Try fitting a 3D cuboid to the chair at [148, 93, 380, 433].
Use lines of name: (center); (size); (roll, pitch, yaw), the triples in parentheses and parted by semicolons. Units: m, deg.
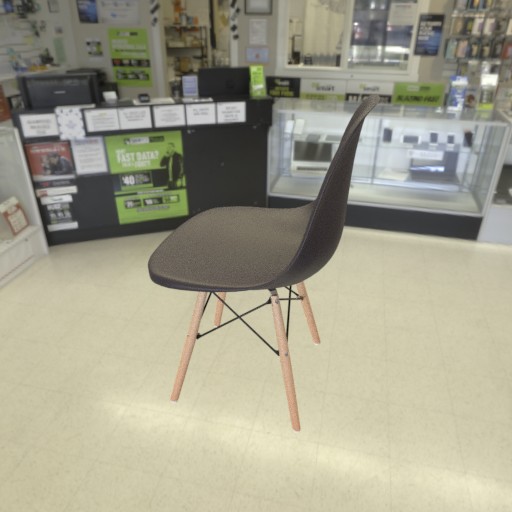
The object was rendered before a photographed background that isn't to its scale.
chair: (0.000, 0.000, 1.180); (0.533, 0.825, 0.470); (8, 30, 14)
